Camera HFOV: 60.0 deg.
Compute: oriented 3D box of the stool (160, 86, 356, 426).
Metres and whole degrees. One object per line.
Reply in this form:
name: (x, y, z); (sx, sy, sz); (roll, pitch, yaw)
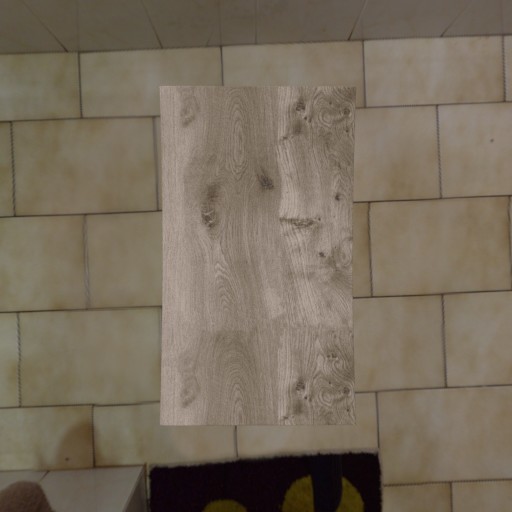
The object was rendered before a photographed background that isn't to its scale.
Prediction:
stool: (0.000, 0.000, 0.890); (0.330, 0.635, 0.450); (0, 90, -1)
